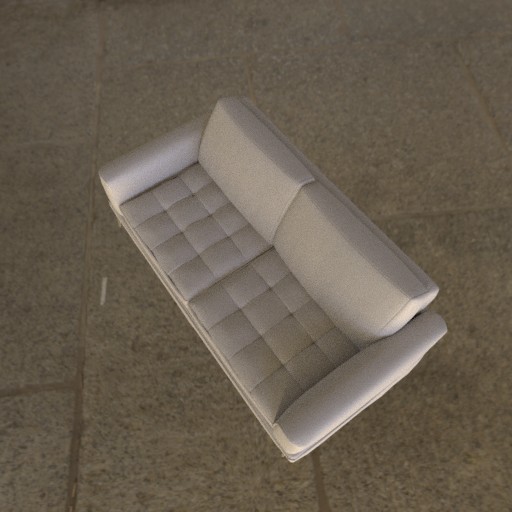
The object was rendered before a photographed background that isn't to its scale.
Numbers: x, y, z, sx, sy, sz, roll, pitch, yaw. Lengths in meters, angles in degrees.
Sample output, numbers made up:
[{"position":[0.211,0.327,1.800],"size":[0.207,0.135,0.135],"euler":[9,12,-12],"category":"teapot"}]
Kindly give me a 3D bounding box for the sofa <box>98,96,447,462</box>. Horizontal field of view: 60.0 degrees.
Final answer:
[{"position":[0.000,0.000,2.782],"size":[1.121,0.930,2.177],"euler":[-33,67,-16],"category":"sofa"}]
